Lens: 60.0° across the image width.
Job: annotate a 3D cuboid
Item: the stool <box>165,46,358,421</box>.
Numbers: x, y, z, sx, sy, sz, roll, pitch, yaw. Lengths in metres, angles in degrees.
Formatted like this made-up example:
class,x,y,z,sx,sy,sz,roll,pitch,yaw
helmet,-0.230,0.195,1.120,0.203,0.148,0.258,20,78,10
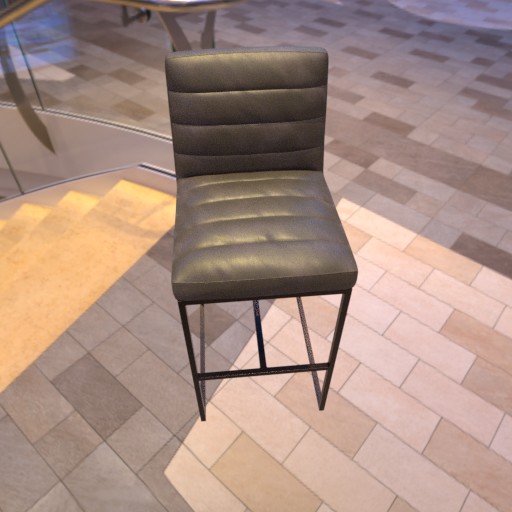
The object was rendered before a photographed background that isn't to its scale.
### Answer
class,x,y,z,sx,sy,sz,roll,pitch,yaw
stool,0.000,0.000,1.380,0.463,1.065,0.562,-4,45,-4
